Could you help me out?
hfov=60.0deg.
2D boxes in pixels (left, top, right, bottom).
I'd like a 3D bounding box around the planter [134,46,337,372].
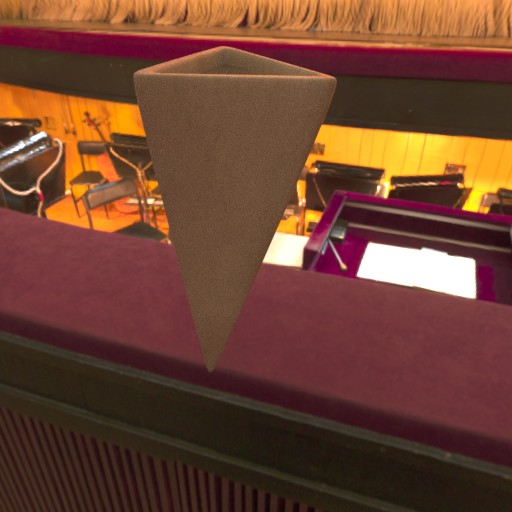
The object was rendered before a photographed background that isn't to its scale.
[{"bbox_3d":[0.000,0.000,0.275,0.081,0.224,0.101,10,33,16],"label":"planter"}]
